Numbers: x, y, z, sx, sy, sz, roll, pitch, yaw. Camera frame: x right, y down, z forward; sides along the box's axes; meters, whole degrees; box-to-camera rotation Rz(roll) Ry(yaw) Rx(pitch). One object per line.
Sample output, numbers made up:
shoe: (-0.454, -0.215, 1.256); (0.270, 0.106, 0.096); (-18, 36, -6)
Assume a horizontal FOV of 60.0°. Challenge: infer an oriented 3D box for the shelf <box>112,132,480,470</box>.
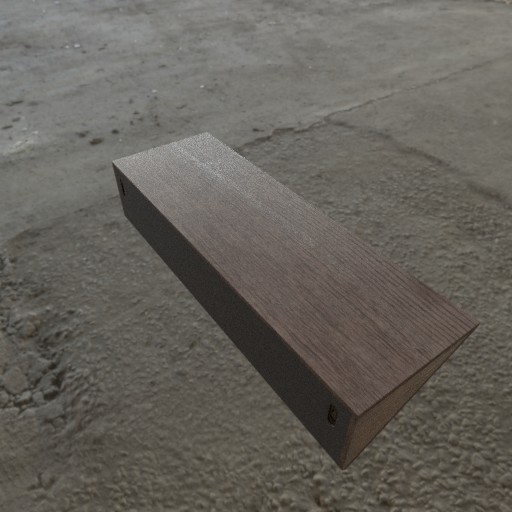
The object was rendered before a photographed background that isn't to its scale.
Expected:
shelf: (0.000, 0.000, 0.695); (0.200, 0.125, 0.610); (-25, 47, -26)
